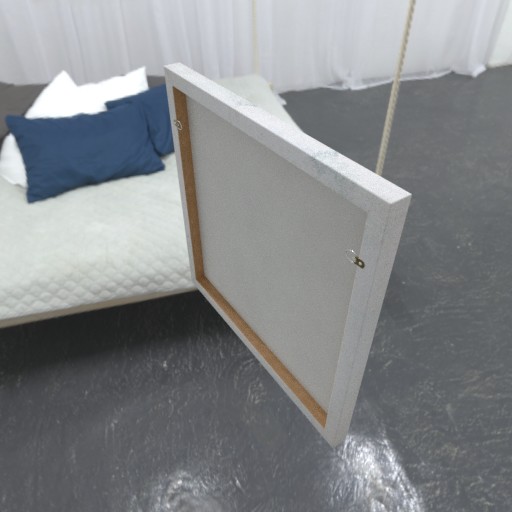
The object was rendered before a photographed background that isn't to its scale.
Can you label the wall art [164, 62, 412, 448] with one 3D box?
[{"bbox_3d":[0.000,0.000,0.922,0.040,0.612,0.612,-24,46,-26],"label":"wall art"}]
